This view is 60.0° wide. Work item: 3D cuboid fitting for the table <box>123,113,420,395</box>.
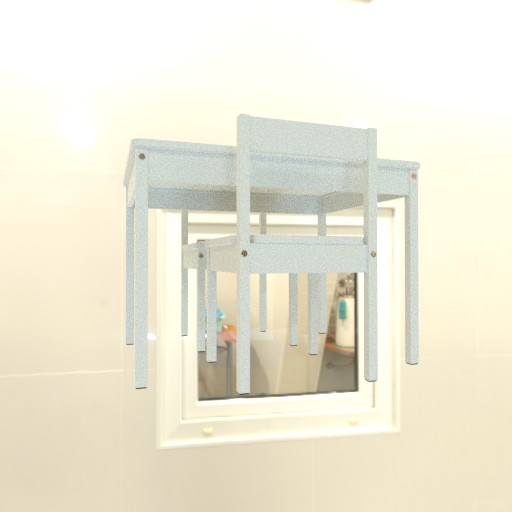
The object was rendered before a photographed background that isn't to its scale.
[{"bbox_3d":[0.000,0.000,1.151,0.650,0.503,0.672,0,-1,-18],"label":"table"}]
